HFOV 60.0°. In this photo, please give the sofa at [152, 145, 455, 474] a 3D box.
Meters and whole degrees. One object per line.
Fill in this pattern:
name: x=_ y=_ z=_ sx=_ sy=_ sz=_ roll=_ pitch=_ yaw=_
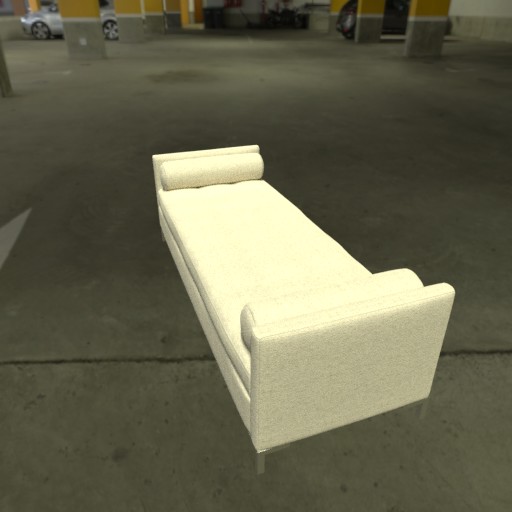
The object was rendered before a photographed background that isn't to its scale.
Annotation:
sofa: x=0.000 y=0.000 z=2.475 sx=0.797 sy=0.655 sz=2.102 roll=-10 pitch=31 yaw=-18
